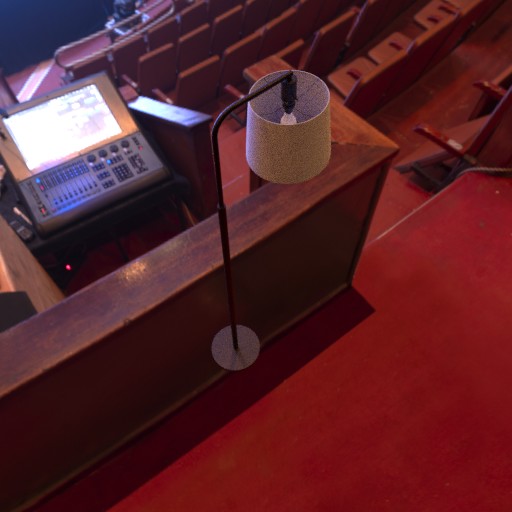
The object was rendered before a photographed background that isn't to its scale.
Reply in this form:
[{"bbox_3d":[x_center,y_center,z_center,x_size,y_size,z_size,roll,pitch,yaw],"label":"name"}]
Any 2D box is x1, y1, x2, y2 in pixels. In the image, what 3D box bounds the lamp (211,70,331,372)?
[{"bbox_3d":[0.000,0.000,1.689,0.508,1.478,0.254,-34,63,-20],"label":"lamp"}]
